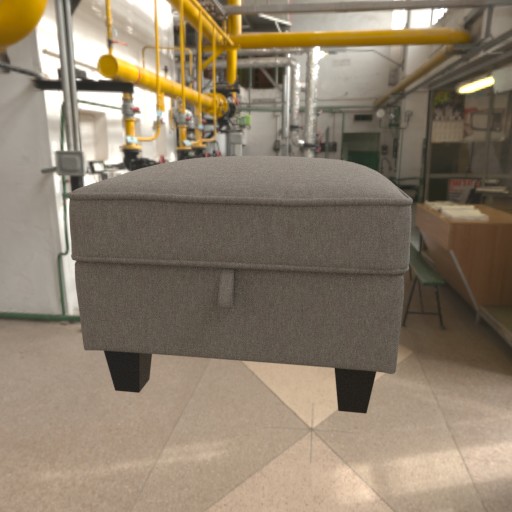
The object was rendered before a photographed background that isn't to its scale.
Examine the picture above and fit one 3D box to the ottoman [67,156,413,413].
[{"bbox_3d":[0.000,0.000,1.393,0.808,0.612,0.871,2,14,9],"label":"ottoman"}]
